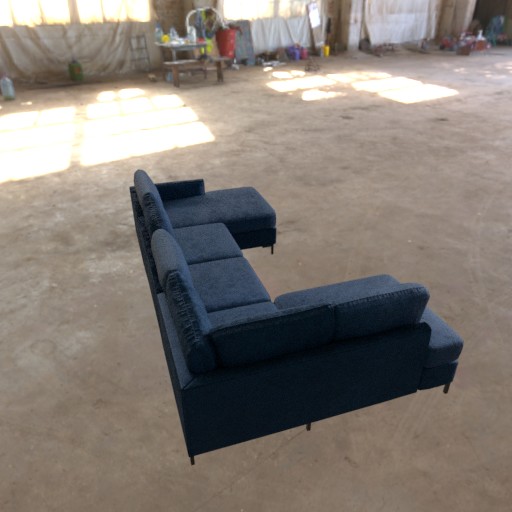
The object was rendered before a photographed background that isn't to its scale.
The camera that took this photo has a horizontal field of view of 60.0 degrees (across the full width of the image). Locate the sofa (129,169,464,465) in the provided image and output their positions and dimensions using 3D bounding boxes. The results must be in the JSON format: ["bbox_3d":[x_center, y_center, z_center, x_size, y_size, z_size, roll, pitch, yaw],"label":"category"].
[{"bbox_3d":[0.000,0.000,4.310,2.055,0.992,3.434,-10,31,-16],"label":"sofa"}]
